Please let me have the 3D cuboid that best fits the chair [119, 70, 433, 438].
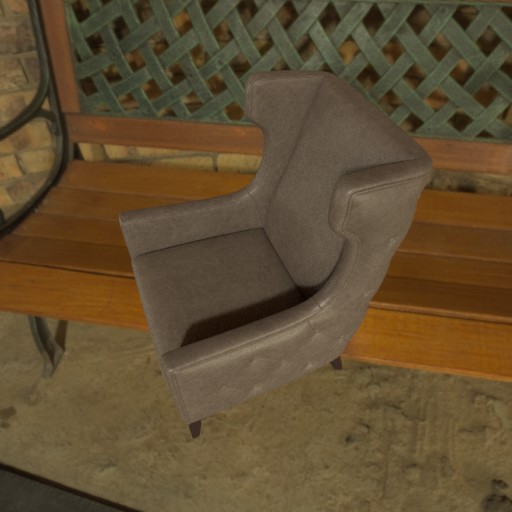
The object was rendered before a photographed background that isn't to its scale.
[{"bbox_3d":[0.000,0.000,1.667,0.899,1.079,0.769,-17,50,-15],"label":"chair"}]
